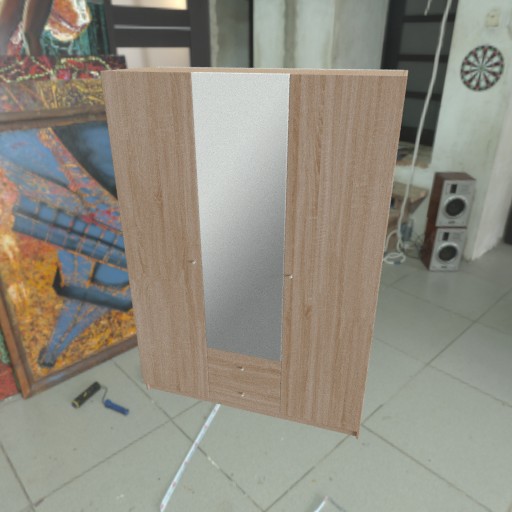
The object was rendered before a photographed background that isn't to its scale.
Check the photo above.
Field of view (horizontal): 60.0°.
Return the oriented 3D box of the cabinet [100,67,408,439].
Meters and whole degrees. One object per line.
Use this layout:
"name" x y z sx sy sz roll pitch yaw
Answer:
"cabinet" 0.000 0.000 2.745 1.500 2.120 0.590 8 26 16
